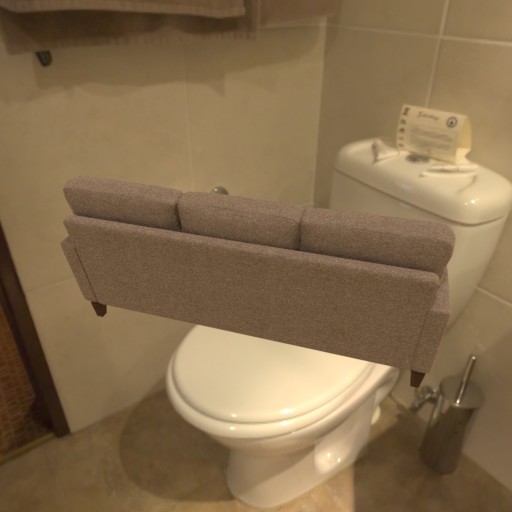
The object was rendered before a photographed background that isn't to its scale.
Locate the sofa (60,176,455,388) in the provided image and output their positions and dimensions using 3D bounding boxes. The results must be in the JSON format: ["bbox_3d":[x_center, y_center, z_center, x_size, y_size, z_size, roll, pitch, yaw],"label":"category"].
[{"bbox_3d":[0.000,0.000,2.665,2.115,0.984,0.888,9,33,15],"label":"sofa"}]
